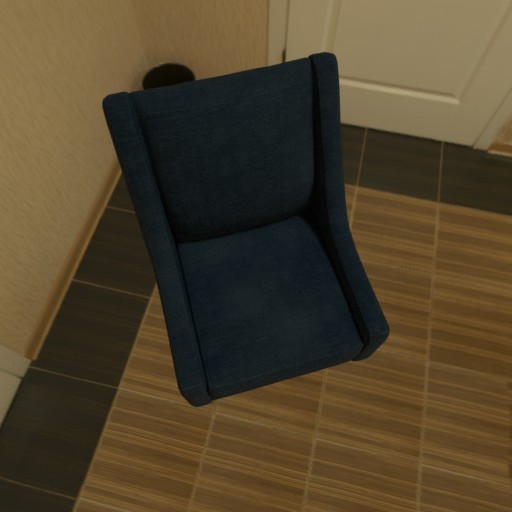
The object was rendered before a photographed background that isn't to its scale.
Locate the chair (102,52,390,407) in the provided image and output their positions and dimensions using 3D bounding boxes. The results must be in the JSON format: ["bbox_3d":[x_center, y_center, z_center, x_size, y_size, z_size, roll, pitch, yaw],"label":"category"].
[{"bbox_3d":[0.000,0.000,1.659,0.774,1.014,0.870,-14,65,-7],"label":"chair"}]
